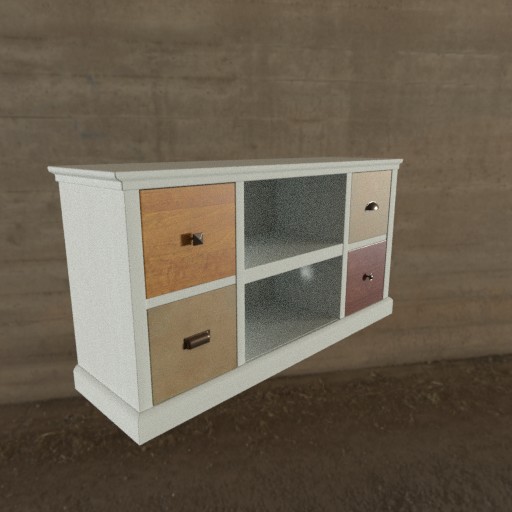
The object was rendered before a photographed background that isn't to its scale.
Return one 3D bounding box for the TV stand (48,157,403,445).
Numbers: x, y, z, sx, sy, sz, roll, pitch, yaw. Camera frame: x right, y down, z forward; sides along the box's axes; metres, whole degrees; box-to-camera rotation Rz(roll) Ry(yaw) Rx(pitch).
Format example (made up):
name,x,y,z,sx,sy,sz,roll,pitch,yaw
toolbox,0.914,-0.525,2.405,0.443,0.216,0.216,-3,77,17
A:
name,x,y,z,sx,sy,sz,roll,pitch,yaw
TV stand,0.000,0.000,1.494,1.187,0.624,0.424,-14,20,-43
